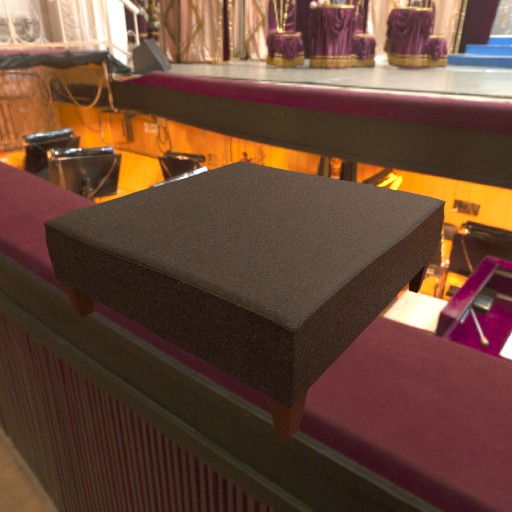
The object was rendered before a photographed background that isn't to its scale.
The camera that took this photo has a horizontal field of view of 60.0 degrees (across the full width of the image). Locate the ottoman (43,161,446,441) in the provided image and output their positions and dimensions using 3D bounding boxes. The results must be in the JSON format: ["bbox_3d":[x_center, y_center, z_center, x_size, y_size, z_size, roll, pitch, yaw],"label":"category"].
[{"bbox_3d":[0.000,0.000,1.571,0.968,0.382,1.004,19,32,33],"label":"ottoman"}]
